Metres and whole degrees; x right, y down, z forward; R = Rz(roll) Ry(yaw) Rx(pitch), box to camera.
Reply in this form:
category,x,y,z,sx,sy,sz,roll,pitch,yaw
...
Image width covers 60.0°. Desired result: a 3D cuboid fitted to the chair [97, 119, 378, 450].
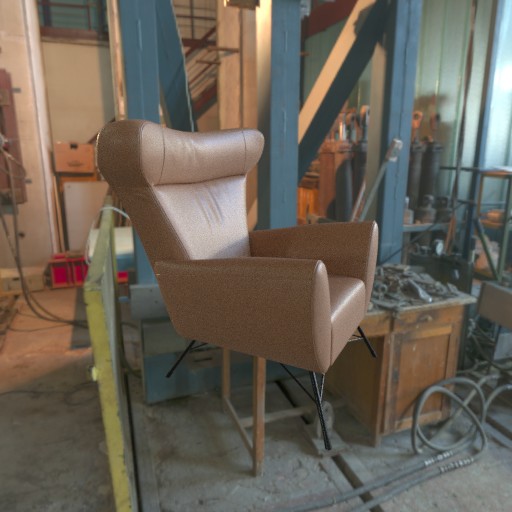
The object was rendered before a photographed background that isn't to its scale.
category,x,y,z,sx,sy,sz,roll,pitch,yaw
chair,0.000,0.000,1.821,0.900,1.050,0.980,7,16,25
